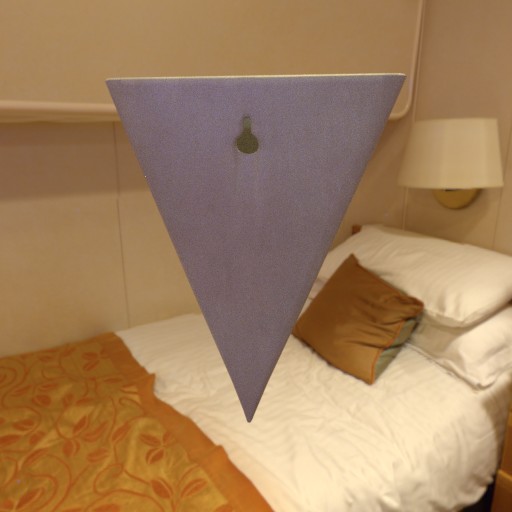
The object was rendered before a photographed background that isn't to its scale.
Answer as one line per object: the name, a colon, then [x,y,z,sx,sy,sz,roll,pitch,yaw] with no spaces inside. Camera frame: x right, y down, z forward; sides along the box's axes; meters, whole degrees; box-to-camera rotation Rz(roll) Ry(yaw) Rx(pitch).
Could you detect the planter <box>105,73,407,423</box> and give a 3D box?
planter: [0.000,0.000,0.268,0.150,0.197,0.060,3,17,9]
